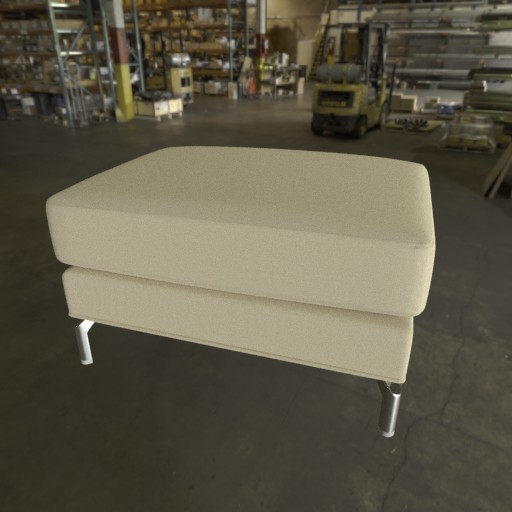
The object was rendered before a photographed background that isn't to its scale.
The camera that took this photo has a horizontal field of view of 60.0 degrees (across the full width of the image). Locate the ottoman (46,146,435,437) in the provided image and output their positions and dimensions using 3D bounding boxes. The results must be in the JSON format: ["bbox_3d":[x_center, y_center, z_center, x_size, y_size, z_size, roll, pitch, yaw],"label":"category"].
[{"bbox_3d":[0.000,0.000,1.194,0.835,0.497,0.581,8,27,16],"label":"ottoman"}]
